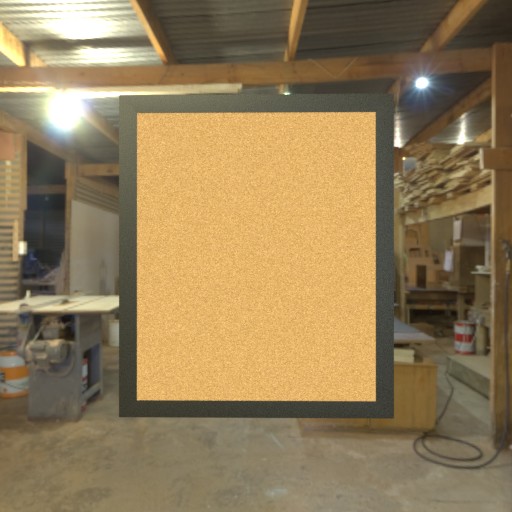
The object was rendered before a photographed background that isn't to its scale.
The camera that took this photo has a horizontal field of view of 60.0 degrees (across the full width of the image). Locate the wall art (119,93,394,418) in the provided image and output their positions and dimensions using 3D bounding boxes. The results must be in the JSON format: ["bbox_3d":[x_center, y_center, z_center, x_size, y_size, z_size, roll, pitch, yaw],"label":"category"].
[{"bbox_3d":[0.000,0.000,0.709,0.432,0.508,0.025,0,0,1],"label":"wall art"}]
